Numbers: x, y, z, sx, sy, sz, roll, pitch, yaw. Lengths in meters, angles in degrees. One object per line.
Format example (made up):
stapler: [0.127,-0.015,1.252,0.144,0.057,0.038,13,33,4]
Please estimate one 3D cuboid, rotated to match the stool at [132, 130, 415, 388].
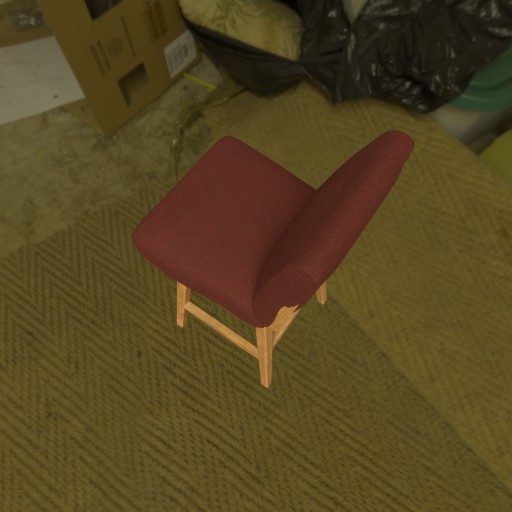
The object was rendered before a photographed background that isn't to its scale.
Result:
stool: [0.000,0.000,1.401,0.562,1.093,0.468,32,68,15]
